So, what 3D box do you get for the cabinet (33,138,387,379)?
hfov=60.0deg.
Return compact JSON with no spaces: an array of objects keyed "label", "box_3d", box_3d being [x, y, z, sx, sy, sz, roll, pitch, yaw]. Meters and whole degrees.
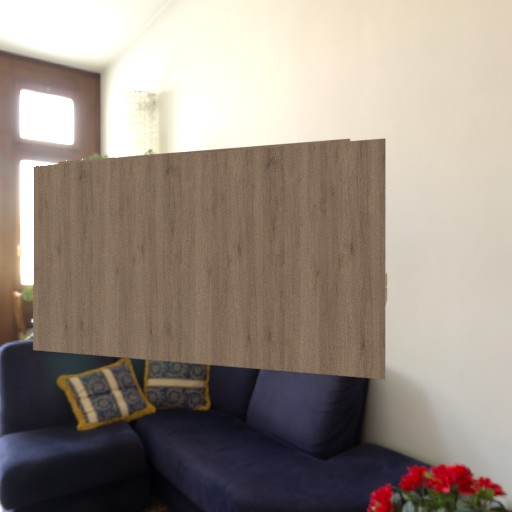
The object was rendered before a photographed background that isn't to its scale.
[{"label":"cabinet","box_3d":[0.000,0.000,3.012,1.750,0.970,2.080,0,0,18]}]
